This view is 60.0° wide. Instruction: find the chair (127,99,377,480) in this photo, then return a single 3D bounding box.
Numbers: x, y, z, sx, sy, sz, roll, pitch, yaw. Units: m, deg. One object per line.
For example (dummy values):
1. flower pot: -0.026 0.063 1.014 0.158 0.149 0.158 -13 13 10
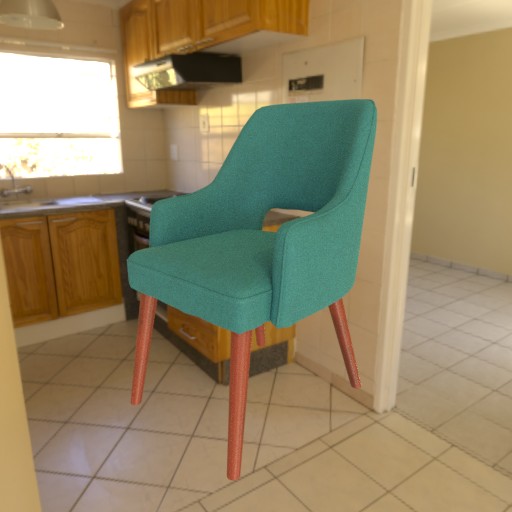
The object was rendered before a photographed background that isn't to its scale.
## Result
1. chair: 0.000 0.000 1.238 0.548 0.849 0.605 14 21 42
